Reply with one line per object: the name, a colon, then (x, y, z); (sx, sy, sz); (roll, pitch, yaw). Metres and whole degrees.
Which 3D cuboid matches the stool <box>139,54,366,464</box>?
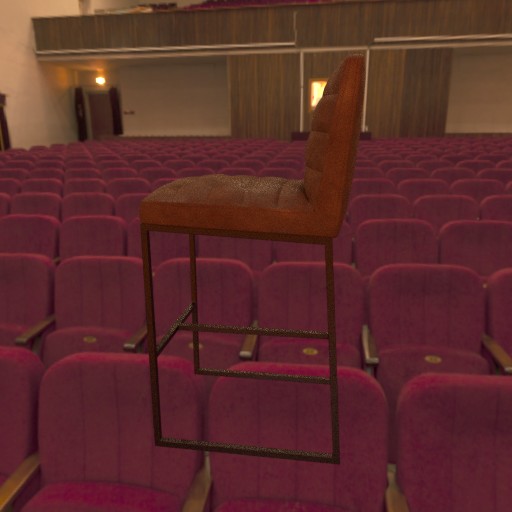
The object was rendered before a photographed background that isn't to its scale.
stool: (0.000, 0.000, 1.343); (0.562, 1.065, 0.463); (2, 15, 8)
